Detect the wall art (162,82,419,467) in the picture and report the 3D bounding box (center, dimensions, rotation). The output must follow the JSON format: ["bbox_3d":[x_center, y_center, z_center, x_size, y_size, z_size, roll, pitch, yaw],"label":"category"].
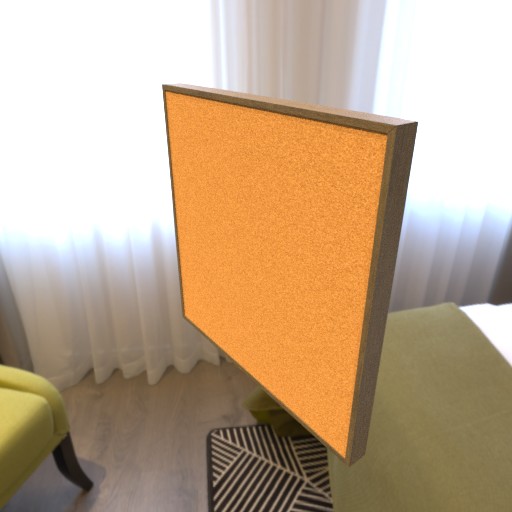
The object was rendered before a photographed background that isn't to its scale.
[{"bbox_3d":[0.000,0.000,0.748,0.037,0.507,0.507,-19,33,-33],"label":"wall art"}]
